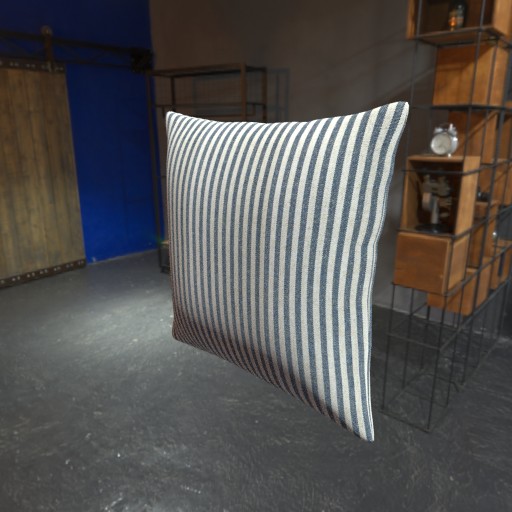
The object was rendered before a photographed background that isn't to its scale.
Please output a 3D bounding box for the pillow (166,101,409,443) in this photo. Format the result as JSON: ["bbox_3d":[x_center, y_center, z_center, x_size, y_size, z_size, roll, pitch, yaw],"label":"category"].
[{"bbox_3d":[0.000,0.000,0.802,0.523,0.510,0.166,15,22,41],"label":"pillow"}]
